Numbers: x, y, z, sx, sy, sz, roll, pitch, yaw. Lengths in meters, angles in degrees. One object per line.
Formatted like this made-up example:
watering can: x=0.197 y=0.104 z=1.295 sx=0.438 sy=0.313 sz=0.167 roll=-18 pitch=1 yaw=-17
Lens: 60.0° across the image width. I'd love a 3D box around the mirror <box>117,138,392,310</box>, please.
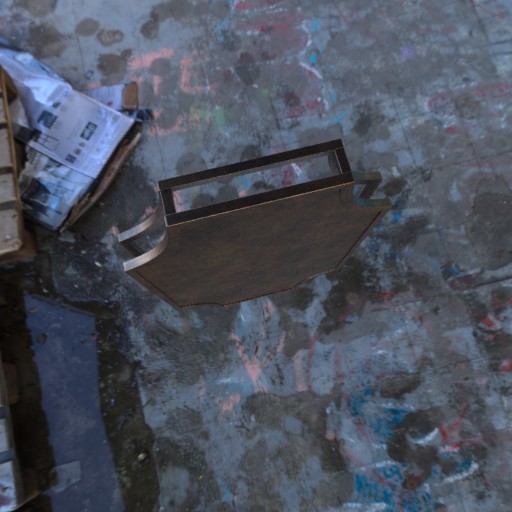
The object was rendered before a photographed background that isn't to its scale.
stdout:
mirror: x=0.000 y=0.000 z=0.983 sx=0.462 sy=0.811 sz=0.066 roll=-14 pitch=76 yaw=-3
